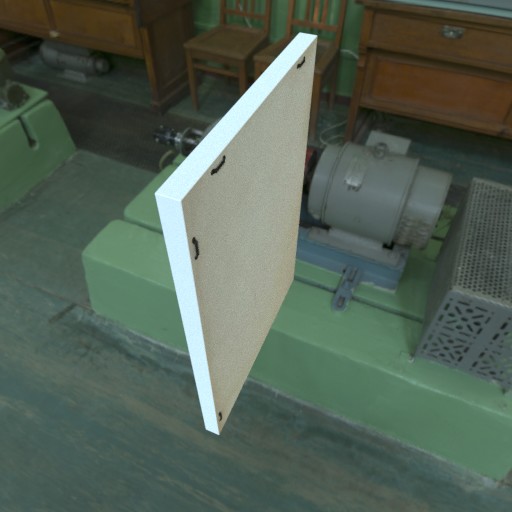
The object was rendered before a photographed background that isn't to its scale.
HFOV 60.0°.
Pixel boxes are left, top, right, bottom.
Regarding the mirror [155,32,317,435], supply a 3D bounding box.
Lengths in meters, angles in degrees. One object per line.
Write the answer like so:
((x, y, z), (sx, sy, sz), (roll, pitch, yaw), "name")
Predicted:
((0.000, 0.000, 0.927), (0.040, 0.710, 0.507), (18, 50, 15), "mirror")
